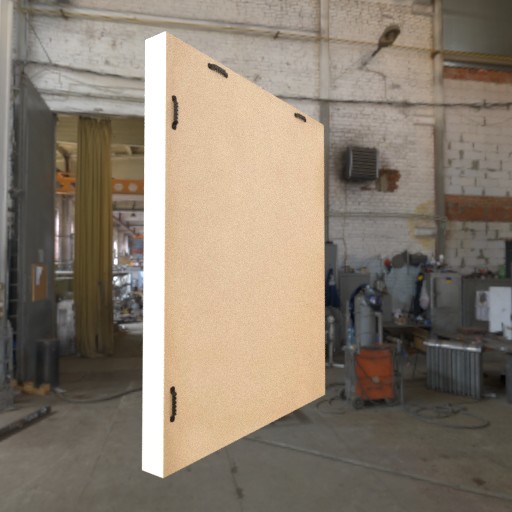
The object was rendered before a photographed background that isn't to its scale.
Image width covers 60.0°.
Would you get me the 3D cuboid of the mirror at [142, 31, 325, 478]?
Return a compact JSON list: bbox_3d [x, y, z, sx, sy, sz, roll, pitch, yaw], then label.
[{"bbox_3d":[0.000,0.000,0.677,0.041,0.508,0.405,-1,-2,35],"label":"mirror"}]
